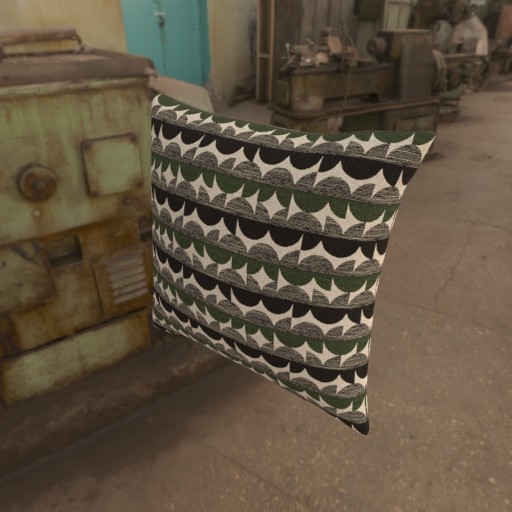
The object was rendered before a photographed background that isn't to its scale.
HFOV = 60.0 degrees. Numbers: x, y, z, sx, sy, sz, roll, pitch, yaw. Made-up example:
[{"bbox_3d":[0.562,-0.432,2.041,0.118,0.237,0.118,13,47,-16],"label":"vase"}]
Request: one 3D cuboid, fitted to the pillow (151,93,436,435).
[{"bbox_3d":[0.000,0.000,0.638,0.419,0.404,0.180,19,35,30],"label":"pillow"}]
